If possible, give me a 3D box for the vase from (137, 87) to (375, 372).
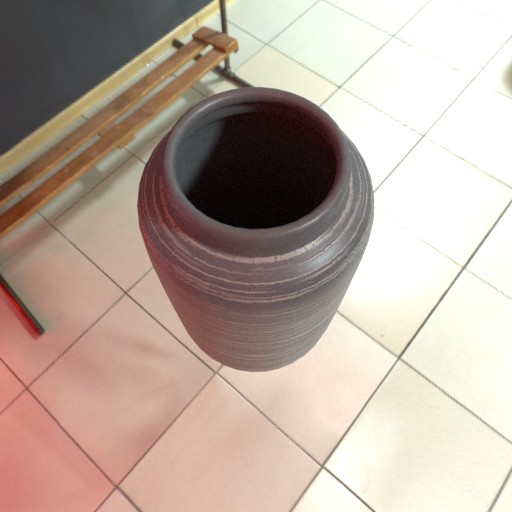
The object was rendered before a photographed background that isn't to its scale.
[{"bbox_3d":[0.000,0.000,0.694,0.297,0.499,0.297,0,65,0],"label":"vase"}]
